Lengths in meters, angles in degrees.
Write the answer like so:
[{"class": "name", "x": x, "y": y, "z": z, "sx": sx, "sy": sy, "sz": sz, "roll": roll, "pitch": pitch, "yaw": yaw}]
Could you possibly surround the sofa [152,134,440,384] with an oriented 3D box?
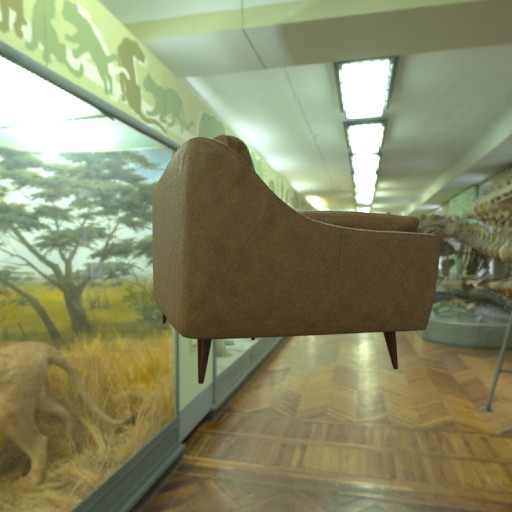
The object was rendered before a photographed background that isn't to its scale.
[{"class": "sofa", "x": 0.000, "y": 0.000, "z": 2.334, "sx": 0.981, "sy": 0.886, "sz": 1.731, "roll": 0, "pitch": 1, "yaw": -17}]
